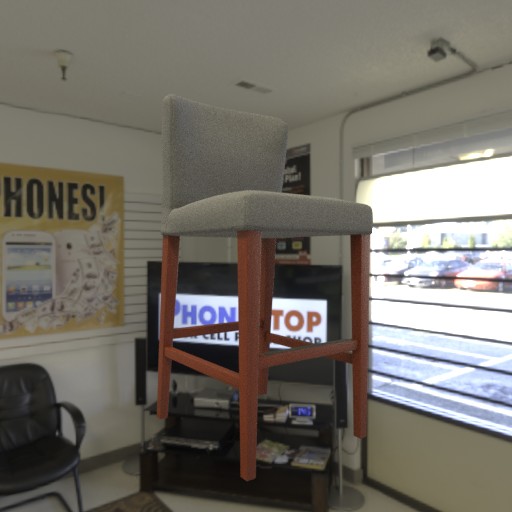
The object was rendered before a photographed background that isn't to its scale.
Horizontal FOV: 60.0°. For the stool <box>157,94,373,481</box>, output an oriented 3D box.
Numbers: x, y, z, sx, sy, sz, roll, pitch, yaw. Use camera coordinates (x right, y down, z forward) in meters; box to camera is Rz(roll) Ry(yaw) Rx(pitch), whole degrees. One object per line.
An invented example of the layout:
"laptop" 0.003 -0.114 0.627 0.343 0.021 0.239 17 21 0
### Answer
"stool" 0.000 0.000 1.385 0.481 1.069 0.568 0 1 -36
